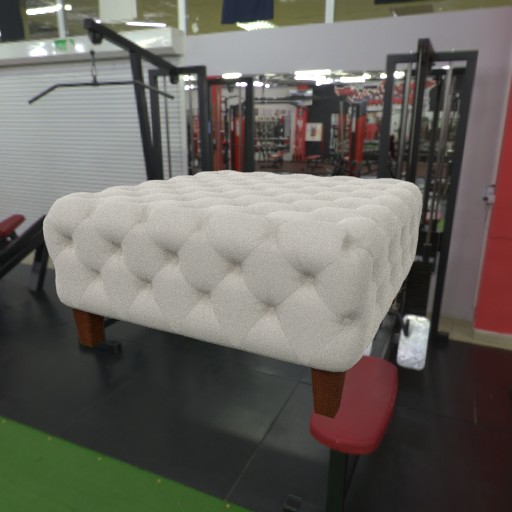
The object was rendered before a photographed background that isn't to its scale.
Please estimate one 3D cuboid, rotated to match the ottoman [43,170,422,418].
[{"bbox_3d":[0.000,0.000,1.197,0.753,0.376,0.755,8,18,25],"label":"ottoman"}]
